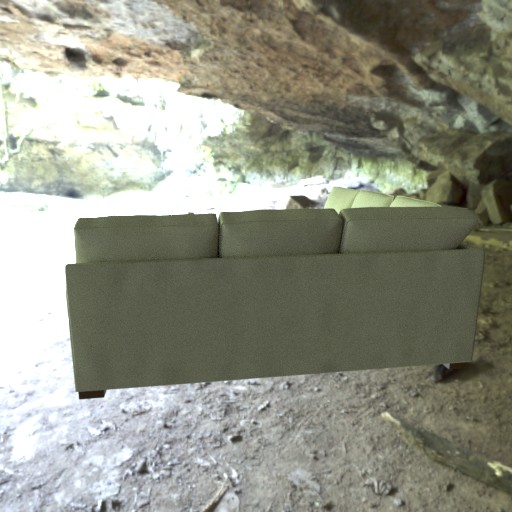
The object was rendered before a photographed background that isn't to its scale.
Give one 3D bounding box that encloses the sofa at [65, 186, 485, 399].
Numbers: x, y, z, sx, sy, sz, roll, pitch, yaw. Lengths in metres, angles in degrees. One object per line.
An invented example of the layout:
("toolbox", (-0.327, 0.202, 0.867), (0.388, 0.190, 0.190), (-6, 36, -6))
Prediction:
("sofa", (0.000, 0.000, 3.336), (2.189, 0.939, 2.182), (-2, 13, -9))
